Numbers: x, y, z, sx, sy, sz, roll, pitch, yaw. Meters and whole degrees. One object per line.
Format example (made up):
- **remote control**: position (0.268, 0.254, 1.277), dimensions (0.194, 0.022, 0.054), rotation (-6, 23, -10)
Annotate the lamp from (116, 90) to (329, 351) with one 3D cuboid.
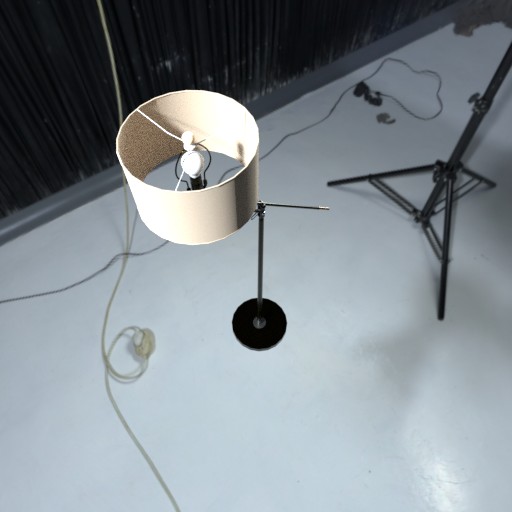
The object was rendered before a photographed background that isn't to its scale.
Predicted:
- **lamp**: position (0.000, 0.000, 1.923), dimensions (0.809, 1.635, 0.373), rotation (-31, 64, -17)
